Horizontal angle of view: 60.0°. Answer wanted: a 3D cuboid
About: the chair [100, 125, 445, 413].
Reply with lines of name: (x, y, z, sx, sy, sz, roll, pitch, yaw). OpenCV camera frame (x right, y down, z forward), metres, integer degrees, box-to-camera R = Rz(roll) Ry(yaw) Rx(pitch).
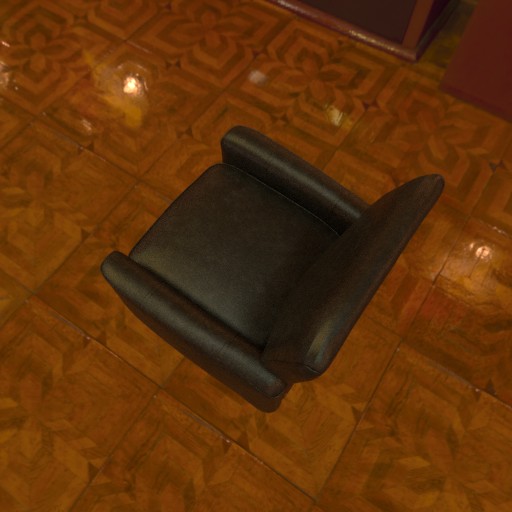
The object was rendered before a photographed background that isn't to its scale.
chair: (0.000, 0.000, 1.653, 0.864, 1.014, 0.848, 33, 69, 15)
